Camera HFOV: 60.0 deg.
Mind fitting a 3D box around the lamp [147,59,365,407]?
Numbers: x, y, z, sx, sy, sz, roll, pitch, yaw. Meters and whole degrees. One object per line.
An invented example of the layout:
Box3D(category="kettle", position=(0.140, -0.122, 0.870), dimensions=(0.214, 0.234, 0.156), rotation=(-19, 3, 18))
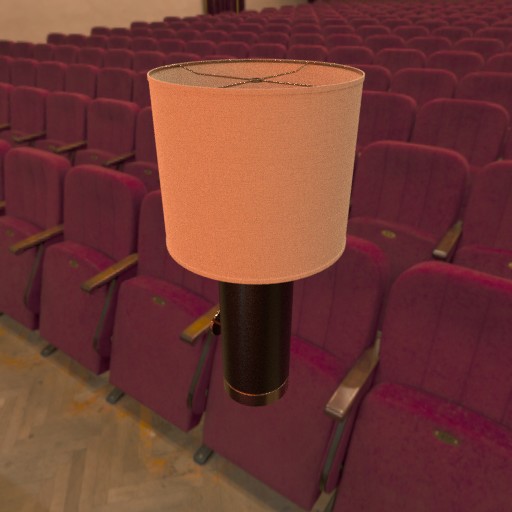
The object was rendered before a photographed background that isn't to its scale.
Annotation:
Box3D(category="lamp", position=(0.000, 0.000, 0.620), dimensions=(0.240, 0.482, 0.241), rotation=(19, 35, 30))
